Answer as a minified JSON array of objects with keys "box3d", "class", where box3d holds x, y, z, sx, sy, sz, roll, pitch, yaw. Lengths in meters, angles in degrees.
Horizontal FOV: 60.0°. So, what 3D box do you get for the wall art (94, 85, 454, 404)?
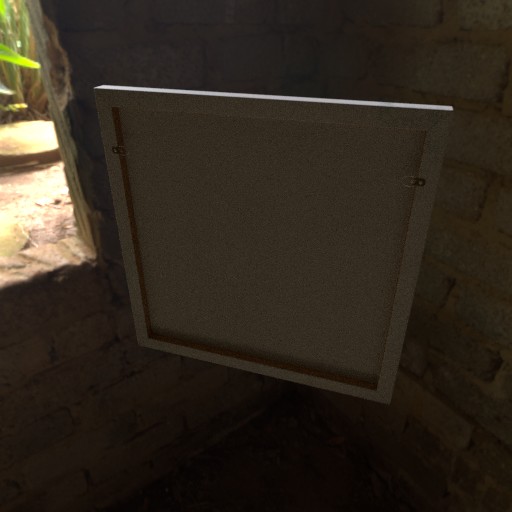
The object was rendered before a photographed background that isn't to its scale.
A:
[{"box3d":[0.000,0.000,1.105,0.762,0.762,0.041,9,31,15],"class":"wall art"}]
